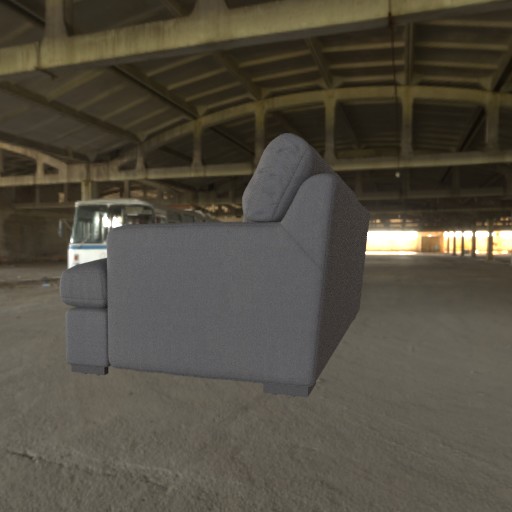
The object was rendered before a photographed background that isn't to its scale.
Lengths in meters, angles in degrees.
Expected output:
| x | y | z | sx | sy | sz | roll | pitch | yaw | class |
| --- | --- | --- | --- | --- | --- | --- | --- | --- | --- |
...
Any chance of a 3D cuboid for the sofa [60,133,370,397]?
| x | y | z | sx | sy | sz | roll | pitch | yaw | class |
| --- | --- | --- | --- | --- | --- | --- | --- | --- | --- |
| 0.000 | 0.000 | 2.501 | 1.143 | 0.940 | 1.880 | 1 | 2 | 18 | sofa |
